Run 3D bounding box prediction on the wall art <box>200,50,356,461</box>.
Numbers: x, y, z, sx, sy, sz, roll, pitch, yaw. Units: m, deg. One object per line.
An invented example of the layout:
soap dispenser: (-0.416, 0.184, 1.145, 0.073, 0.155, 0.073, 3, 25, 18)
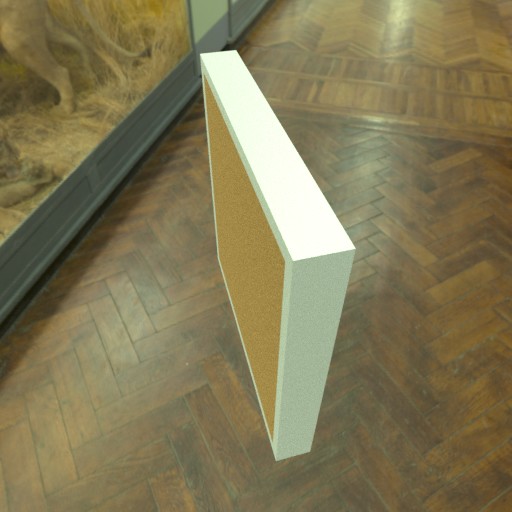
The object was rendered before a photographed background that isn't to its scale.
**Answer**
wall art: (0.000, 0.000, 0.462, 0.038, 0.302, 0.305, -11, 46, -10)
